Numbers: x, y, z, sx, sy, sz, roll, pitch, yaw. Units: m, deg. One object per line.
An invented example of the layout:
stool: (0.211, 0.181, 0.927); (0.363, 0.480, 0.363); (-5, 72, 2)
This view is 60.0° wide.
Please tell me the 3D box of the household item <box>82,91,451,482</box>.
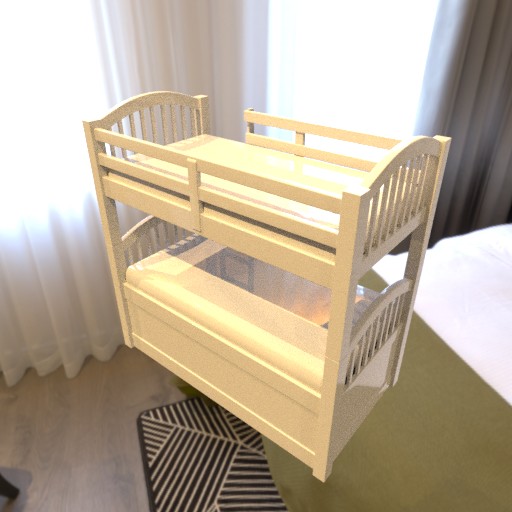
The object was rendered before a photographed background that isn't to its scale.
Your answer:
household item: (0.000, 0.000, 3.204); (2.032, 2.032, 1.143); (22, 37, 33)
